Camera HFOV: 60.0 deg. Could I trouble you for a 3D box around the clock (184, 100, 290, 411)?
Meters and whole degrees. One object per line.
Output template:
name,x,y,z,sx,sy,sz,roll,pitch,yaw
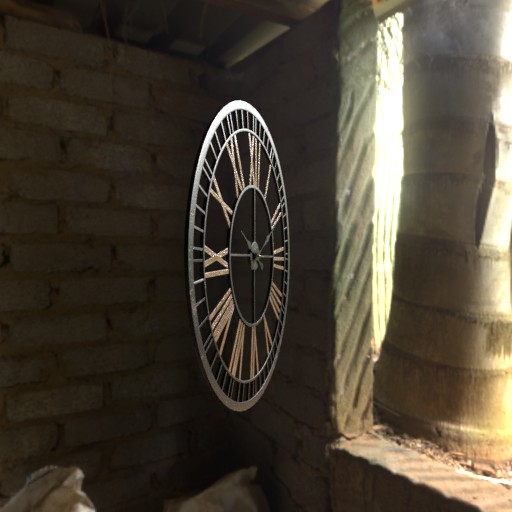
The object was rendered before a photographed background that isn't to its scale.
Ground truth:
clock,0.000,0.000,1.265,0.025,0.843,0.843,0,0,18
